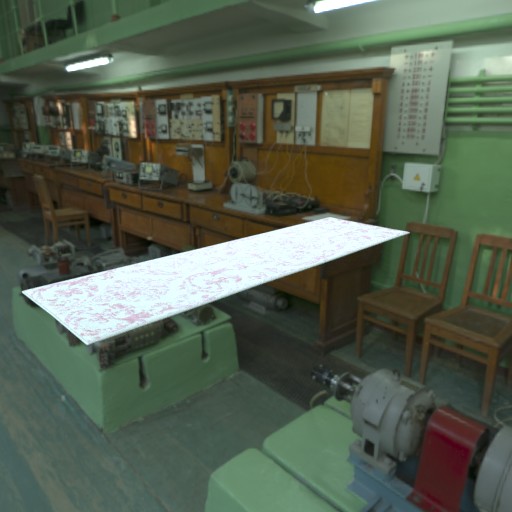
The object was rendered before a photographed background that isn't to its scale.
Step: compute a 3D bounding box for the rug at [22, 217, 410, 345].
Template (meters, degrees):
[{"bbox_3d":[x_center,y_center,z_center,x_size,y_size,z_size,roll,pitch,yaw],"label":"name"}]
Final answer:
[{"bbox_3d":[0.000,0.000,2.429,2.196,0.011,0.662,-16,23,-42],"label":"rug"}]
